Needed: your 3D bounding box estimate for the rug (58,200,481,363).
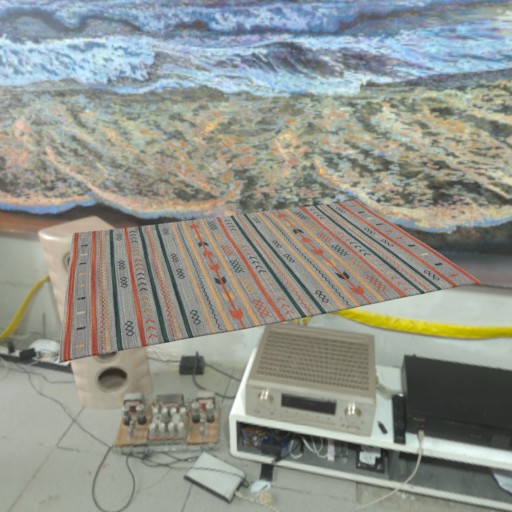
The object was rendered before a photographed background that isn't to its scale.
[{"bbox_3d":[0.000,0.000,3.051,2.439,0.029,1.537,-8,28,-16],"label":"rug"}]
